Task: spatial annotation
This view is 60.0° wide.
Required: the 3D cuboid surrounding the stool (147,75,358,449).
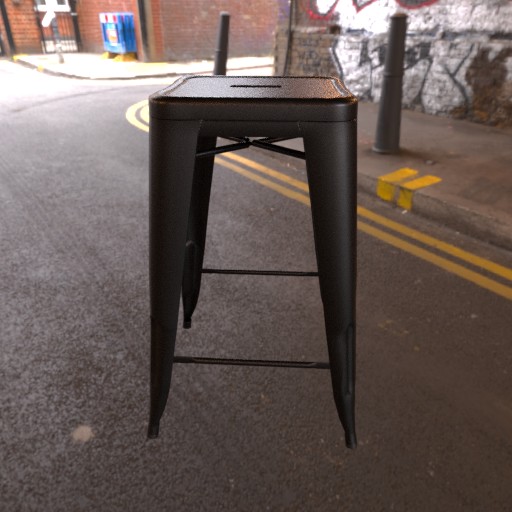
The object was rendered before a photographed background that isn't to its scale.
[{"bbox_3d":[0.000,0.000,0.837,0.399,0.609,0.359,1,29,3],"label":"stool"}]
